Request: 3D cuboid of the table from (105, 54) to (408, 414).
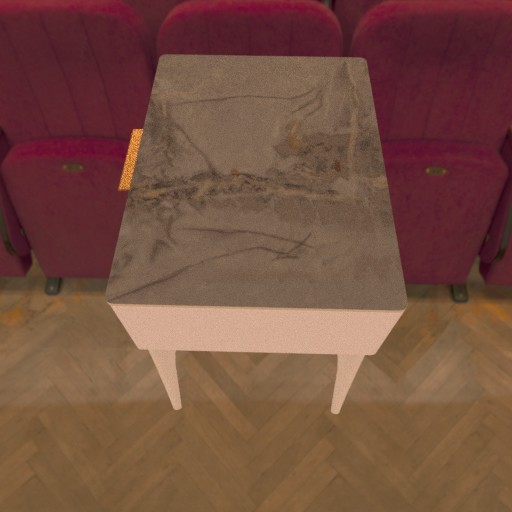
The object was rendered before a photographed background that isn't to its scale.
[{"bbox_3d":[0.000,0.000,0.913,0.400,0.570,0.500,1,58,1],"label":"table"}]
